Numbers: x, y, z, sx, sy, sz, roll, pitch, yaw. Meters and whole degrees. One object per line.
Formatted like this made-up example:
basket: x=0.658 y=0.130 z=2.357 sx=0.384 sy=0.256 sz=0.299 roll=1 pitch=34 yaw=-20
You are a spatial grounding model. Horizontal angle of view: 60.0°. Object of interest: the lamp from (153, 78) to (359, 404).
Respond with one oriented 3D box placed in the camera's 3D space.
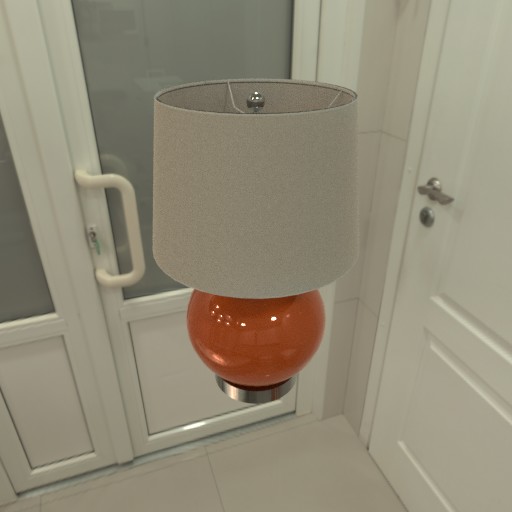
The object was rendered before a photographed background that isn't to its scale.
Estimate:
lamp: x=0.000 y=0.000 z=0.550 sx=0.247 sy=0.387 sz=0.247 roll=0 pitch=30 yaw=0
